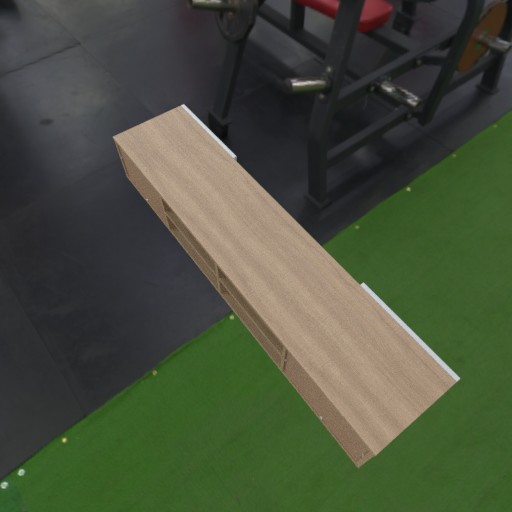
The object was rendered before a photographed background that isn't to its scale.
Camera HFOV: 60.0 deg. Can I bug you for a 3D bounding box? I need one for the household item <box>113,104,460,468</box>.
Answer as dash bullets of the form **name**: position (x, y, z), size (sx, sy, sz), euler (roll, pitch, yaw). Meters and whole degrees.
- **household item**: position (0.000, 0.000, 2.029), size (0.420, 0.310, 1.850), euler (-32, 63, -19)
